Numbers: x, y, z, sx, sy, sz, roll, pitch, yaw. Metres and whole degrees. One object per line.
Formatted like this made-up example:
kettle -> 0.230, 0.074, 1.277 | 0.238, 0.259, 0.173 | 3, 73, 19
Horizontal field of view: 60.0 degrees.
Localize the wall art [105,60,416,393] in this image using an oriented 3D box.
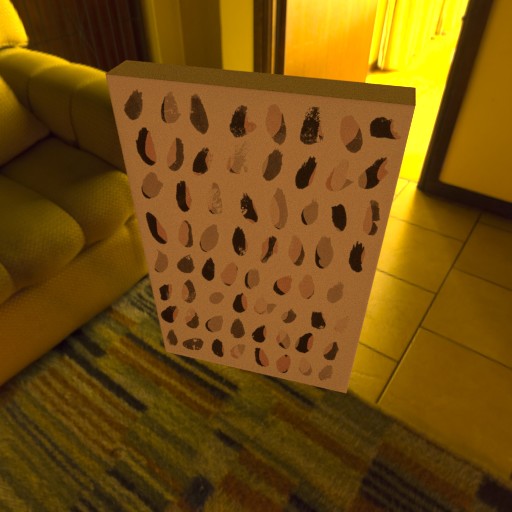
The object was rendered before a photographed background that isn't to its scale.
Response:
wall art -> 0.000, 0.000, 0.487 | 0.252, 0.381, 0.039 | 10, 42, 11
